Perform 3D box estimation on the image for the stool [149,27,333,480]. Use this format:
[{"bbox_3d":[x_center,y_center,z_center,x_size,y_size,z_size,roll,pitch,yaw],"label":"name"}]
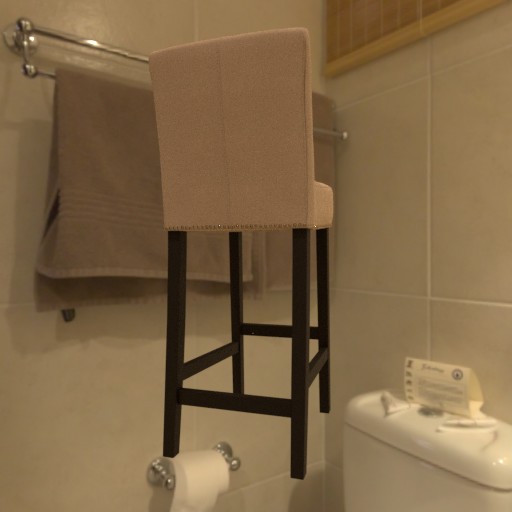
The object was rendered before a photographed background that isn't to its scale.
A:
[{"bbox_3d":[0.000,0.000,1.292,0.411,1.047,0.548,0,0,18],"label":"stool"}]
